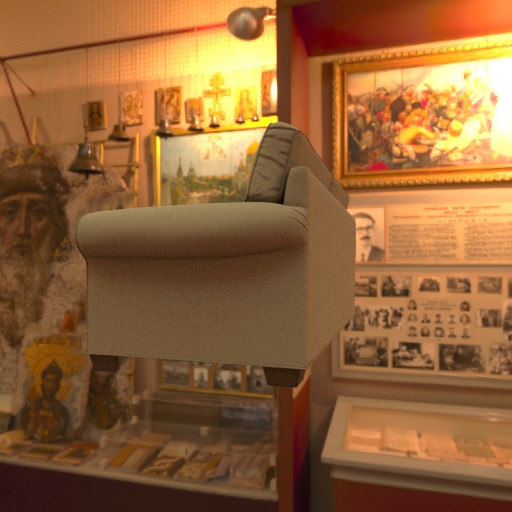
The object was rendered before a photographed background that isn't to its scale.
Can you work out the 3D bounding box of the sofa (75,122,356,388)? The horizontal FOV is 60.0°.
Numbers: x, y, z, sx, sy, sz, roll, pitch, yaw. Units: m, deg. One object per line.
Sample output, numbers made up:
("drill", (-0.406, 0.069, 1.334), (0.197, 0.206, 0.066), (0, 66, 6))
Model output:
("sofa", (0.000, 0.000, 2.470), (0.940, 0.952, 1.930), (0, -1, 18))
